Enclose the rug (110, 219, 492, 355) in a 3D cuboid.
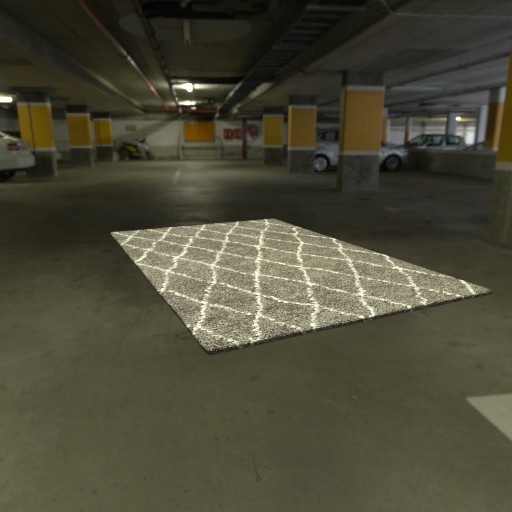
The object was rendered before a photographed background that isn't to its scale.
[{"bbox_3d":[0.000,0.000,3.422,1.778,0.030,2.743,-7,16,-25],"label":"rug"}]
